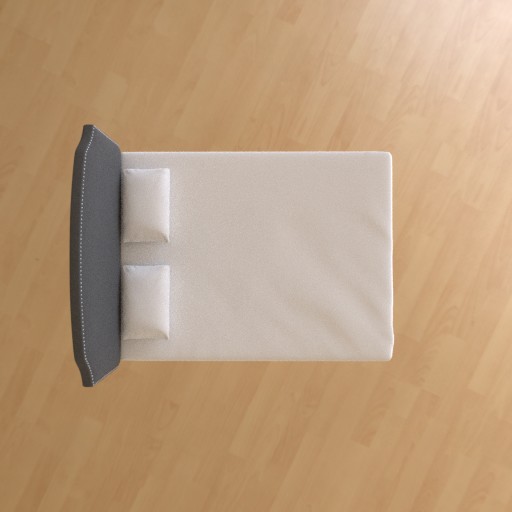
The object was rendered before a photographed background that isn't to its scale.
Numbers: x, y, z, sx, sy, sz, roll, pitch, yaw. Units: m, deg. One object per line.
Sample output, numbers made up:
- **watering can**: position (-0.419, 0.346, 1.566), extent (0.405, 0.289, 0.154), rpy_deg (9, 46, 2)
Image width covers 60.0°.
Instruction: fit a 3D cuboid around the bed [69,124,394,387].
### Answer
- **bed**: position (0.000, 0.000, 2.994), extent (1.999, 1.270, 1.558), rpy_deg (0, 90, 1)
